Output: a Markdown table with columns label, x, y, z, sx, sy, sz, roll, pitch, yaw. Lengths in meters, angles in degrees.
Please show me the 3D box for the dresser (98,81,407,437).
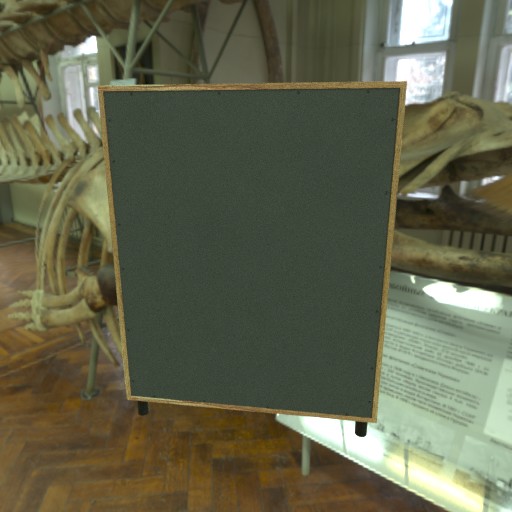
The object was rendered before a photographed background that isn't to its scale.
| label | x | y | z | sx | sy | sz | roll | pitch | yaw |
| --- | --- | --- | --- | --- | --- | --- | --- | --- | --- |
| dresser | 0.000 | 0.000 | 1.763 | 0.966 | 1.243 | 0.480 | 2 | 17 | 8 |
